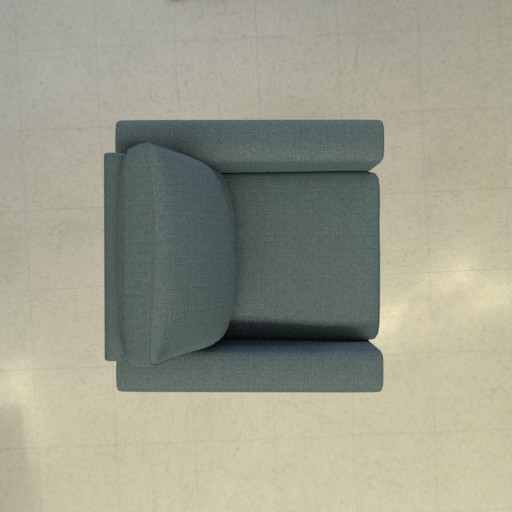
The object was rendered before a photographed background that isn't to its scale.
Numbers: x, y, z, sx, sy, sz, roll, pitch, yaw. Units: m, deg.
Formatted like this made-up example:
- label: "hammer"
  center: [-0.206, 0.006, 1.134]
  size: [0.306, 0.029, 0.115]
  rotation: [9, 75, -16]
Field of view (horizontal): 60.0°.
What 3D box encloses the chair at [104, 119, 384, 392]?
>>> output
- label: "chair"
  center: [0.000, 0.000, 1.841]
  size: [1.038, 1.010, 1.024]
  rotation: [0, 91, 0]
